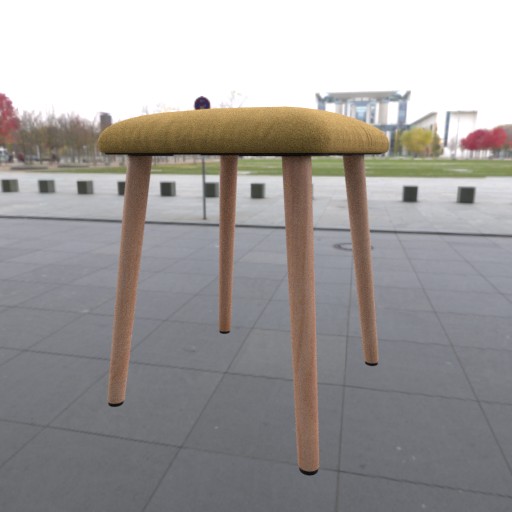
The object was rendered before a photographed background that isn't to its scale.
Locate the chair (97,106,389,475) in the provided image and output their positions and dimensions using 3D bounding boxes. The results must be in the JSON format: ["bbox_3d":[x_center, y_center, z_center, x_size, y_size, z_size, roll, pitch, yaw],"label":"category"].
[{"bbox_3d":[0.000,0.000,0.709,0.350,0.440,0.350,7,15,27],"label":"chair"}]
